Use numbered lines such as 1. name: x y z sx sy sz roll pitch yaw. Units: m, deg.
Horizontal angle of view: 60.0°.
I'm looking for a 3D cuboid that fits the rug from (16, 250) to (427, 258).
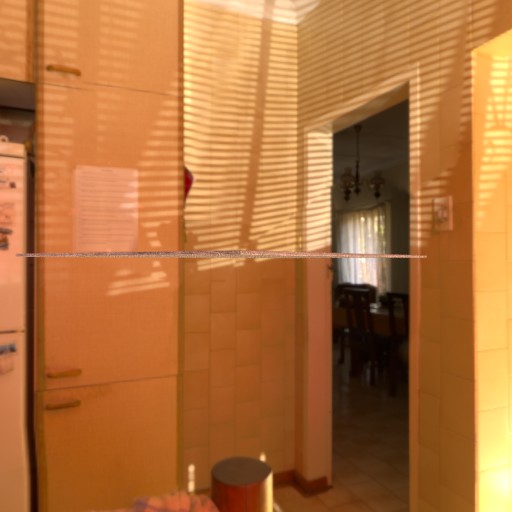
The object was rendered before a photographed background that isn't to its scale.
1. rug: 0.000 0.000 2.268 1.208 0.012 1.819 0 -1 36
